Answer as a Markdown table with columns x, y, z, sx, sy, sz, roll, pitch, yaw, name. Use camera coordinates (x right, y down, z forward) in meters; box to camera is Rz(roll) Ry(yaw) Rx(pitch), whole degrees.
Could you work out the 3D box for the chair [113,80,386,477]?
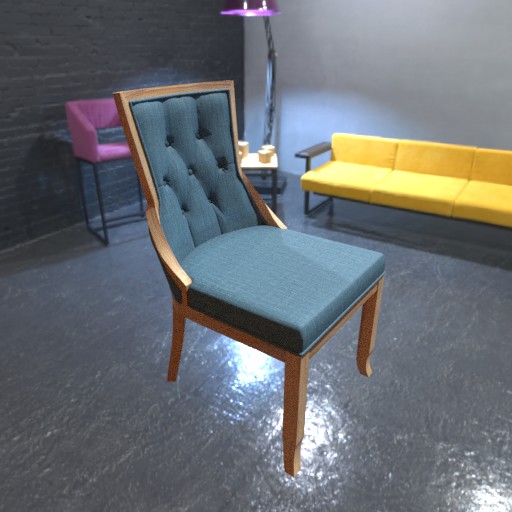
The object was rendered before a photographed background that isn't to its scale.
| x | y | z | sx | sy | sz | roll | pitch | yaw | name |
| --- | --- | --- | --- | --- | --- | --- | --- | --- | --- |
| 0.000 | 0.000 | 1.350 | 0.641 | 0.947 | 0.524 | 18 | 31 | 32 | chair |
